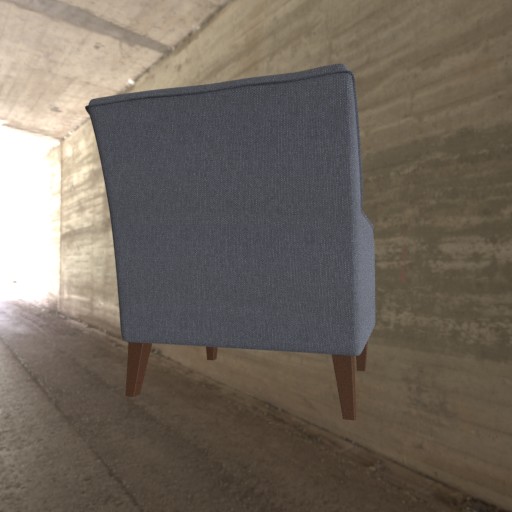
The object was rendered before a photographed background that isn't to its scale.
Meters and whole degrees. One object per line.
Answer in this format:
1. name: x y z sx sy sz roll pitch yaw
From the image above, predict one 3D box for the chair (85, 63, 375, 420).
1. chair: 0.000 0.000 1.572 0.780 0.919 0.899 -1 -2 18
